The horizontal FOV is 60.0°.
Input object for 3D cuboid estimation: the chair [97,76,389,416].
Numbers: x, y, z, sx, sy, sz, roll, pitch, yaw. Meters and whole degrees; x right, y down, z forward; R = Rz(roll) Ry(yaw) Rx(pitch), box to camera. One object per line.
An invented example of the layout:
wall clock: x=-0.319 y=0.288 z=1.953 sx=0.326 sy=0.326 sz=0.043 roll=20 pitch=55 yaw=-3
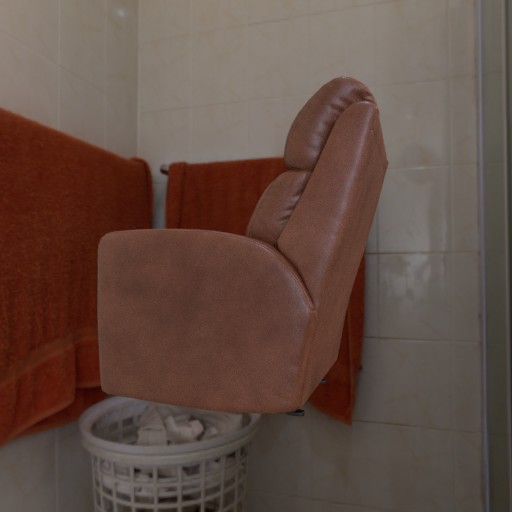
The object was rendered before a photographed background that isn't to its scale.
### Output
chair: x=0.000 y=0.000 z=1.672 sx=0.939 sy=1.016 sz=0.787 roll=0 pitch=-1 yaw=19
